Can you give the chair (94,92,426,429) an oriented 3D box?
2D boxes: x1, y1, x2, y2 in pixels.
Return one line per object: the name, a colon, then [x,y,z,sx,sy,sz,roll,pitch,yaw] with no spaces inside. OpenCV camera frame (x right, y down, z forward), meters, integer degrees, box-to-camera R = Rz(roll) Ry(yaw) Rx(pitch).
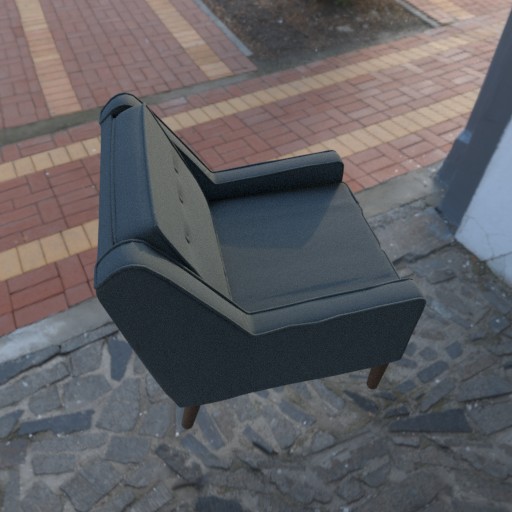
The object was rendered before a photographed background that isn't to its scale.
chair: [0.000,0.000,1.289,0.733,0.780,0.663,-9,48,-8]
